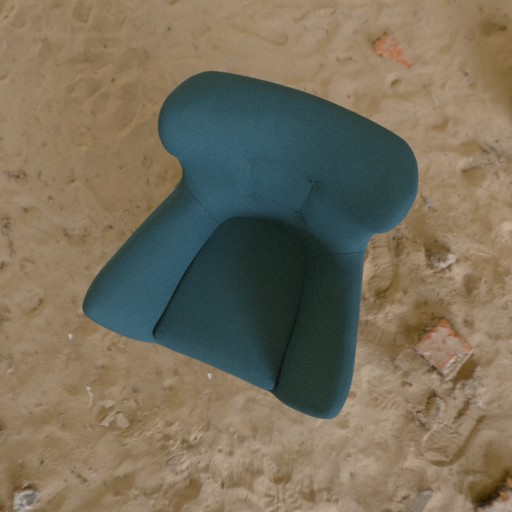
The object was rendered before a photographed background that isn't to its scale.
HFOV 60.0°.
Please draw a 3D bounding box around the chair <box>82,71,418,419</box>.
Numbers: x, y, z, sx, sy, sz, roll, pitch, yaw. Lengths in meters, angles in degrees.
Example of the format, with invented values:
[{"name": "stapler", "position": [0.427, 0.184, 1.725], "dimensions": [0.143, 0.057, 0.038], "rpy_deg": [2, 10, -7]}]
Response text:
[{"name": "chair", "position": [0.000, 0.000, 1.627], "dimensions": [0.890, 0.889, 0.889], "rpy_deg": [22, 76, 6]}]
